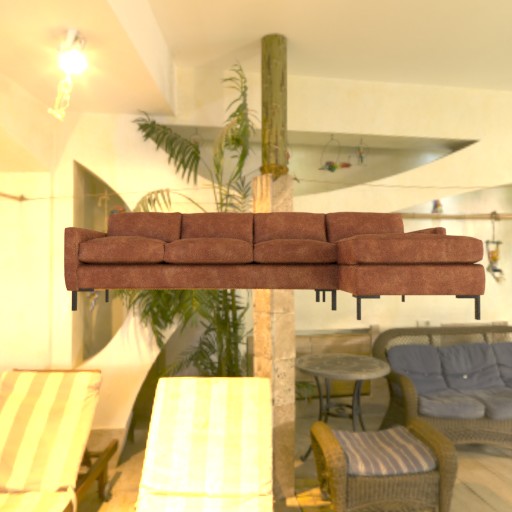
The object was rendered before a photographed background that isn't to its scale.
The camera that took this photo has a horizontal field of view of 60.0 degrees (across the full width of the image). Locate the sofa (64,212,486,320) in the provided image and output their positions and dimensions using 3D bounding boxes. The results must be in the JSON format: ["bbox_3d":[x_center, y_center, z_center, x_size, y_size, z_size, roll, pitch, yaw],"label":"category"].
[{"bbox_3d":[0.000,0.000,3.574,2.993,0.859,1.471,0,-1,-1],"label":"sofa"}]
